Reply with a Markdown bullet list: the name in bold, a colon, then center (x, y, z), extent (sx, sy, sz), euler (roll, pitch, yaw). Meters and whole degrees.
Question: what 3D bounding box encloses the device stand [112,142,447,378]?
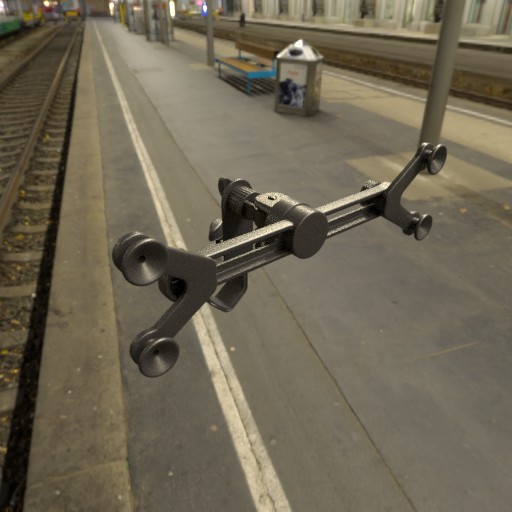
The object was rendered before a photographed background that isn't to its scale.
- **device stand**: center (0.000, 0.000, 0.354), extent (0.270, 0.166, 0.142), euler (-22, 36, -34)
